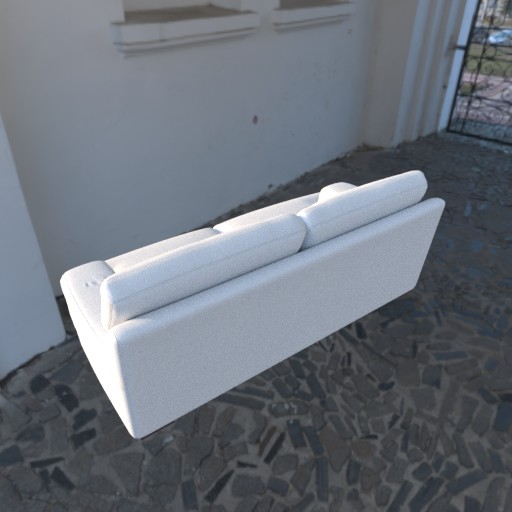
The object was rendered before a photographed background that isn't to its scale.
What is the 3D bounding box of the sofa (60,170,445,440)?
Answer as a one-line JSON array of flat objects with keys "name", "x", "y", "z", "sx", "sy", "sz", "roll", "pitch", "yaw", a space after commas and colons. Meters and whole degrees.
[{"name": "sofa", "x": 0.000, "y": 0.000, "z": 2.814, "sx": 2.261, "sy": 0.940, "sz": 1.143, "roll": -21, "pitch": 38, "yaw": -30}]
